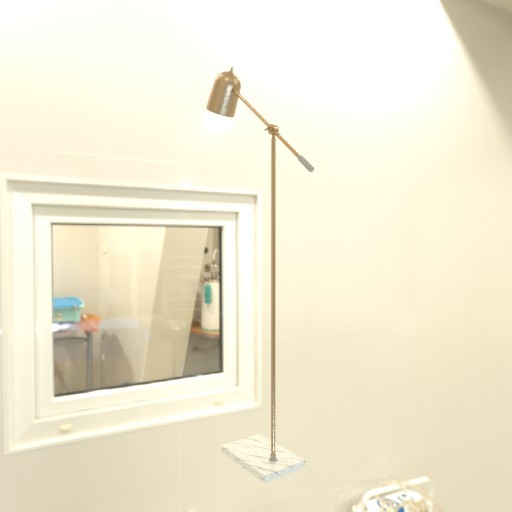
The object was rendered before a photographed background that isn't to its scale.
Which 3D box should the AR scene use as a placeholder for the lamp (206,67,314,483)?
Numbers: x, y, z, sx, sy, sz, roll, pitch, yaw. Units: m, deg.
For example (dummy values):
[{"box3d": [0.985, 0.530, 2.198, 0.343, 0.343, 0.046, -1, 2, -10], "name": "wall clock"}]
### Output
[{"box3d": [0.000, 0.000, 1.752, 0.194, 1.594, 0.653, -1, 2, -36], "name": "lamp"}]
